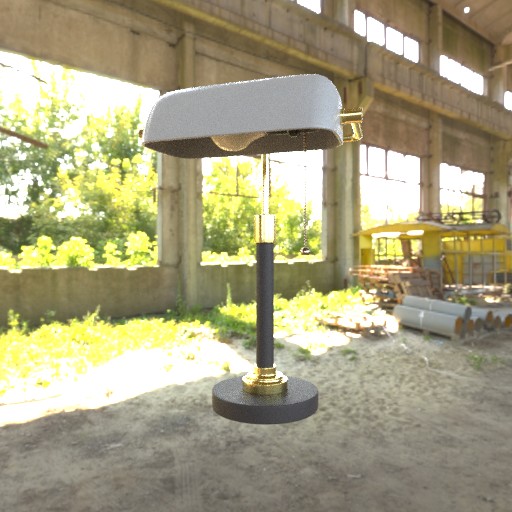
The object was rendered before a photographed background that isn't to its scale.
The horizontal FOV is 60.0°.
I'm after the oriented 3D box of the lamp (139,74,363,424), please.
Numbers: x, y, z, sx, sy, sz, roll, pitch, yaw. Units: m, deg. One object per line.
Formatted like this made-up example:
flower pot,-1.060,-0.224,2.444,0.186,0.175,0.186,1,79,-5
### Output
lamp,0.000,0.000,0.562,0.269,0.404,0.227,0,0,17
